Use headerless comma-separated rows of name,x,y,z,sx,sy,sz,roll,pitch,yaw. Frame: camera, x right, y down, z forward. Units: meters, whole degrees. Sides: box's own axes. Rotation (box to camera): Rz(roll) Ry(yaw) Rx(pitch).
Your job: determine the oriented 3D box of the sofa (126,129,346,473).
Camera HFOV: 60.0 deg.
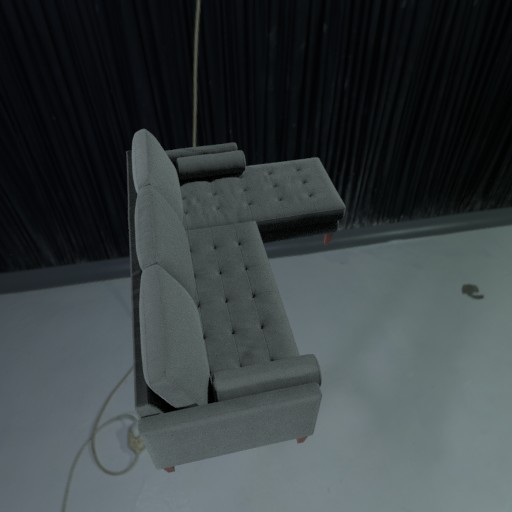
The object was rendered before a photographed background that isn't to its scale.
sofa,0.000,0.000,2.850,1.506,0.876,2.178,-9,47,-9
